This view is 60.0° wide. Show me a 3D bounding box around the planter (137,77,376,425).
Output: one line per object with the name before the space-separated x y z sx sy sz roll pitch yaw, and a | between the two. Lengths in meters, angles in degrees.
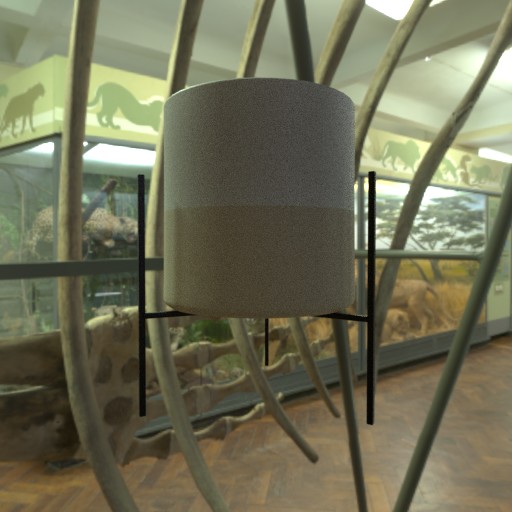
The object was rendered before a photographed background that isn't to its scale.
planter | 0.000 0.000 0.543 0.267 0.362 0.263 -1 2 -37
